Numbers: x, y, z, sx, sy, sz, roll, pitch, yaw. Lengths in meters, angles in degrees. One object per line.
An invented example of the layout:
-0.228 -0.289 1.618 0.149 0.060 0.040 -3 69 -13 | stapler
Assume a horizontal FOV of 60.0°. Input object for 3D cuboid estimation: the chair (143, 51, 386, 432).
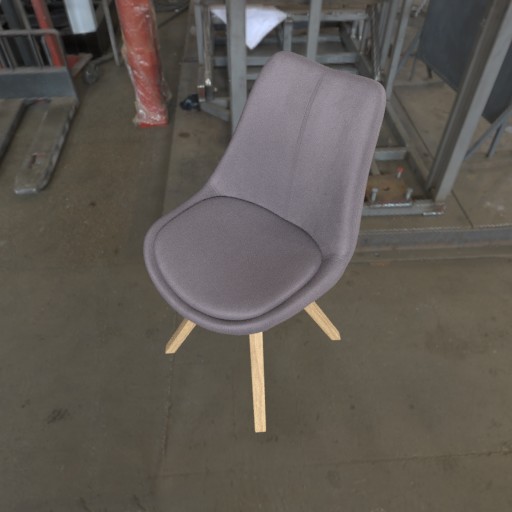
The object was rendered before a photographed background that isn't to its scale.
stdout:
0.000 0.000 1.194 0.483 0.865 0.547 32 54 27 | chair
